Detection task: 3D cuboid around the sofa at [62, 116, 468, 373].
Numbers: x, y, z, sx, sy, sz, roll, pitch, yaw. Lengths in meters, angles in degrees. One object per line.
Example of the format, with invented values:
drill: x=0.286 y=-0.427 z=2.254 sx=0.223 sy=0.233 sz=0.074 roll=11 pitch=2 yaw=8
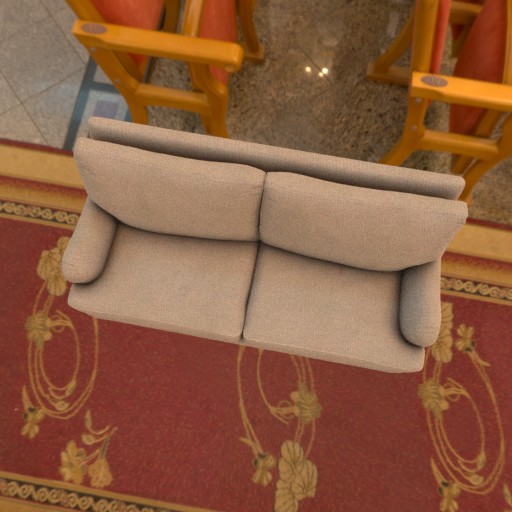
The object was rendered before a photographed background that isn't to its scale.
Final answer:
sofa: x=0.000 y=0.000 z=2.744 sx=2.193 sy=1.096 sz=1.069 roll=10 pitch=75 yaw=3
